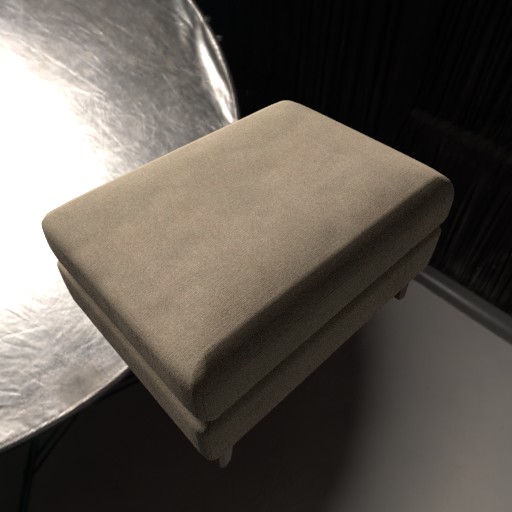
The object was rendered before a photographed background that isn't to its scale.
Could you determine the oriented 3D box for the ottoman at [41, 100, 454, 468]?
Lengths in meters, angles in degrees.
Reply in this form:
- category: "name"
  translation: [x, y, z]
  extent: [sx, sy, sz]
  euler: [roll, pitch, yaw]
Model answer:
- category: "ottoman"
  translation: [0.000, 0.000, 1.176]
  extent: [0.823, 0.478, 0.610]
  euler: [-34, 55, -28]
